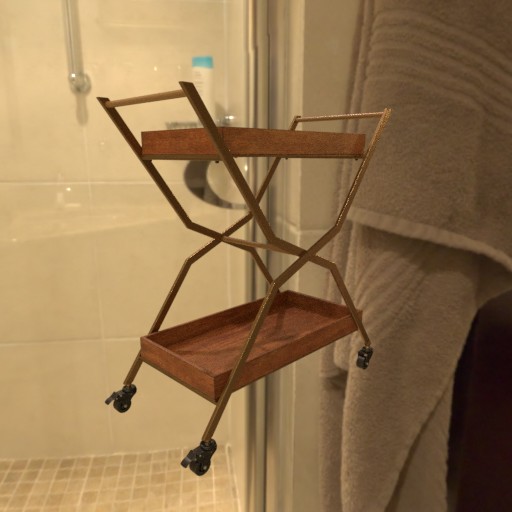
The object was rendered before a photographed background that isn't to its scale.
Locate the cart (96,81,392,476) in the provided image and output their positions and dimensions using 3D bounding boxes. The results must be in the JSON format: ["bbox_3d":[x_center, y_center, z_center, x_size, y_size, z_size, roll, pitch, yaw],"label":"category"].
[{"bbox_3d":[0.000,0.000,1.329,0.405,0.869,0.836,13,18,43],"label":"cart"}]
